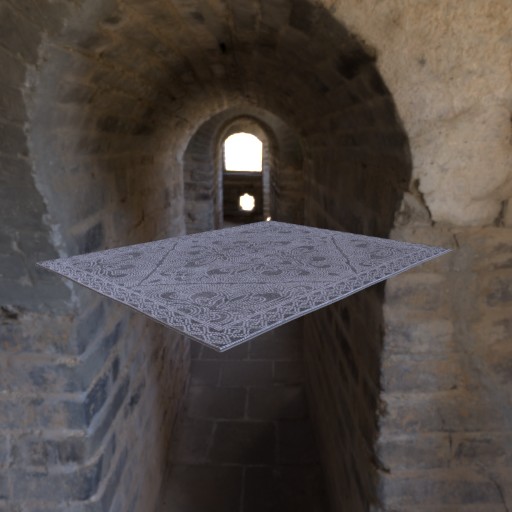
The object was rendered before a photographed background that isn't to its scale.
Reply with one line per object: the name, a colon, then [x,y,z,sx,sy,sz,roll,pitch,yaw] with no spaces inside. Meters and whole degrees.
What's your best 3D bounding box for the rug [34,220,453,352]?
rug: [0.000,0.000,4.072,2.438,0.012,3.048,14,20,43]
